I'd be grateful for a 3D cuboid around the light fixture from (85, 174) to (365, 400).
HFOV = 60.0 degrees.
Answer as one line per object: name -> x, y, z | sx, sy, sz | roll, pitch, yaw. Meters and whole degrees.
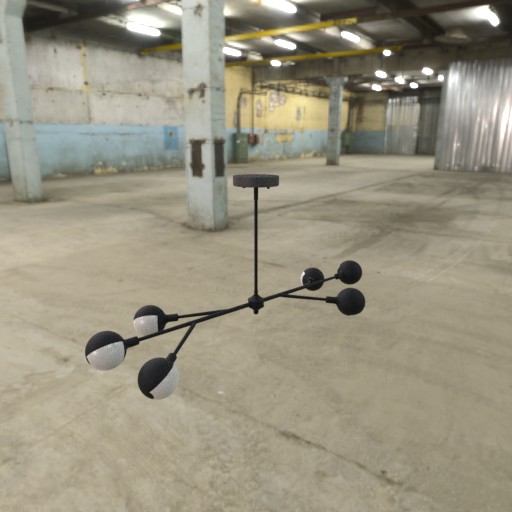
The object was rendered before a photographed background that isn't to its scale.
light fixture -> 0.000, 0.000, 1.013 | 0.778, 0.362, 0.434 | -7, 16, -26
